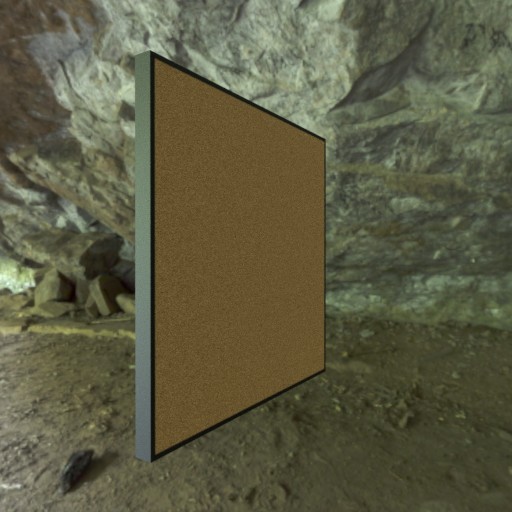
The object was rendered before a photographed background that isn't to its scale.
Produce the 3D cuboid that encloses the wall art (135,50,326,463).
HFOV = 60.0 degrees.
[{"bbox_3d":[0.000,0.000,0.769,0.028,0.511,0.513,0,0,34],"label":"wall art"}]
